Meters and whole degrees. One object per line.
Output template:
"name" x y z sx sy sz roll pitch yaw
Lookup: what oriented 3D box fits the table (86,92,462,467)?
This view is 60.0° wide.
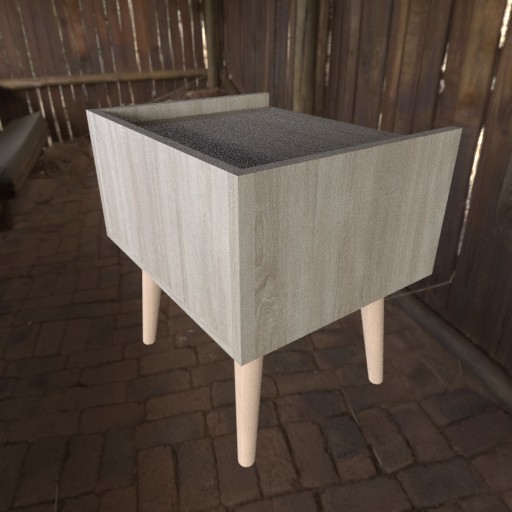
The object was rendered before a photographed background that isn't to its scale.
"table" 0.000 0.000 0.778 0.370 0.470 0.450 -19 33 -31
